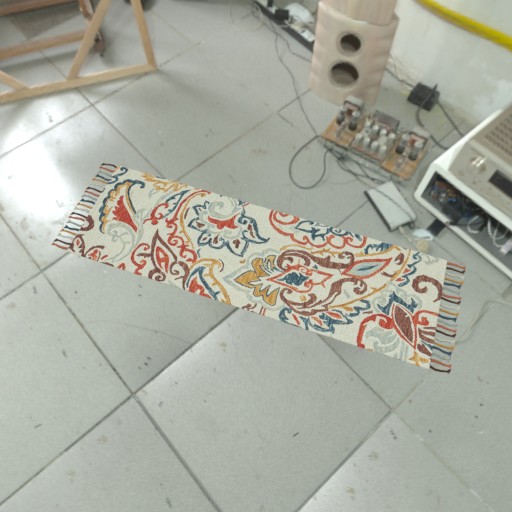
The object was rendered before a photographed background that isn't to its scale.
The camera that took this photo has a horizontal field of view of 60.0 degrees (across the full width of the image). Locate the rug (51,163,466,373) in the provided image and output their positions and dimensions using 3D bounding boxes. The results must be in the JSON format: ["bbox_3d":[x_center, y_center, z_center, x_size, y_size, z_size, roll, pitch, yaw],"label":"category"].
[{"bbox_3d":[0.000,0.000,2.974,2.682,0.015,0.763,17,65,8],"label":"rug"}]
